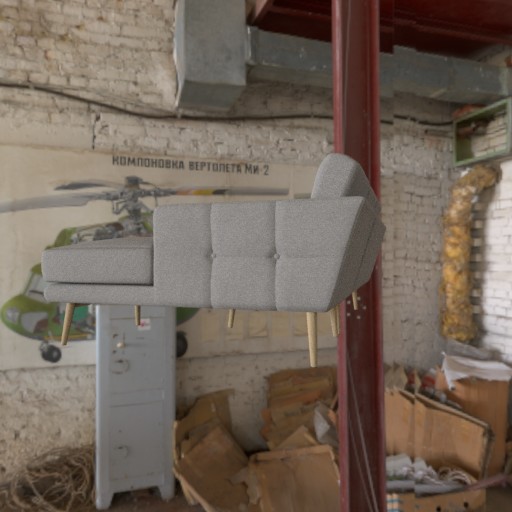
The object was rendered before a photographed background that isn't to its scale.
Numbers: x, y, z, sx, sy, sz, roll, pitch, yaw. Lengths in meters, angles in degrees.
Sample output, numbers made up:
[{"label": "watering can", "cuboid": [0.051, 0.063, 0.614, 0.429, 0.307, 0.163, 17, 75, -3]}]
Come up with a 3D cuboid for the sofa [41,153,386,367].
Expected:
[{"label": "sofa", "cuboid": [0.000, 0.000, 2.836, 1.530, 0.860, 2.040, 0, 0, 18]}]
